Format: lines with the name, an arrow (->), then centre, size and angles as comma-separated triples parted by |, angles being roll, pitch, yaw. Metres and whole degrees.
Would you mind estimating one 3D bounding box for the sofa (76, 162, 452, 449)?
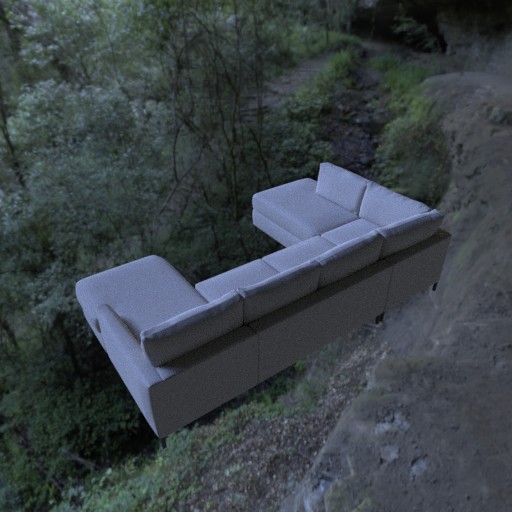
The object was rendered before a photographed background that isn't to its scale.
sofa -> 0.000, 0.000, 3.993 | 2.984, 0.862, 1.989 | -21, 39, -29
